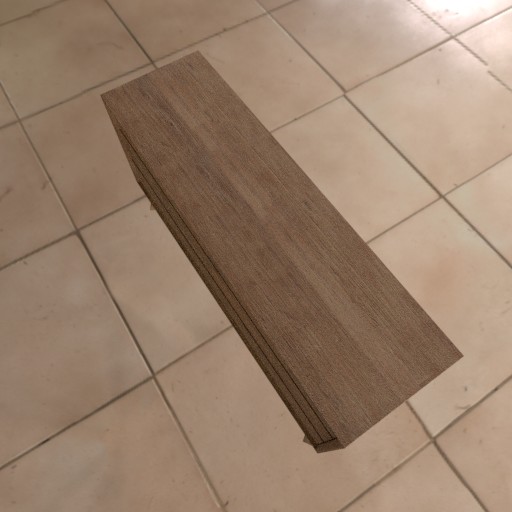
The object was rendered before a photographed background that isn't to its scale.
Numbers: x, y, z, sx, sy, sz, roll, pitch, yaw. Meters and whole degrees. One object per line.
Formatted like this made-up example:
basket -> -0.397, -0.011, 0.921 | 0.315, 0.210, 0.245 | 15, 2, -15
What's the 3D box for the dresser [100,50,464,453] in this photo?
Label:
dresser -> 0.000, 0.000, 1.906 | 0.455, 0.805, 1.554 | -31, 69, -14
